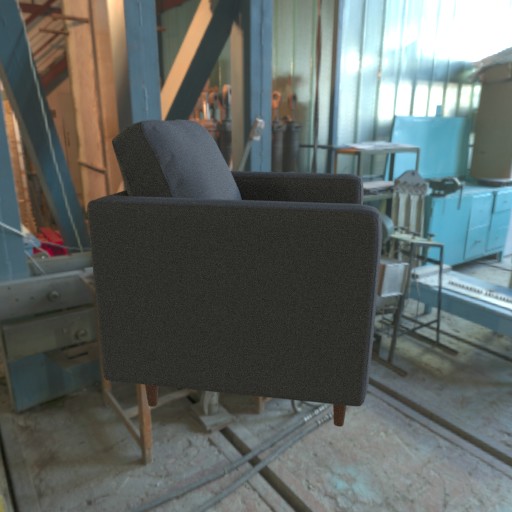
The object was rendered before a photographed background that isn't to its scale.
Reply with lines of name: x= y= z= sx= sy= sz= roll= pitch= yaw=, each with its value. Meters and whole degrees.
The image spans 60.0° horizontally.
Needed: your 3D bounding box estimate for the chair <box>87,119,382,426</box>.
chair: x=0.000 y=0.000 z=1.573 sx=0.800 sy=0.927 sz=0.854 roll=3 pitch=17 yaw=9
